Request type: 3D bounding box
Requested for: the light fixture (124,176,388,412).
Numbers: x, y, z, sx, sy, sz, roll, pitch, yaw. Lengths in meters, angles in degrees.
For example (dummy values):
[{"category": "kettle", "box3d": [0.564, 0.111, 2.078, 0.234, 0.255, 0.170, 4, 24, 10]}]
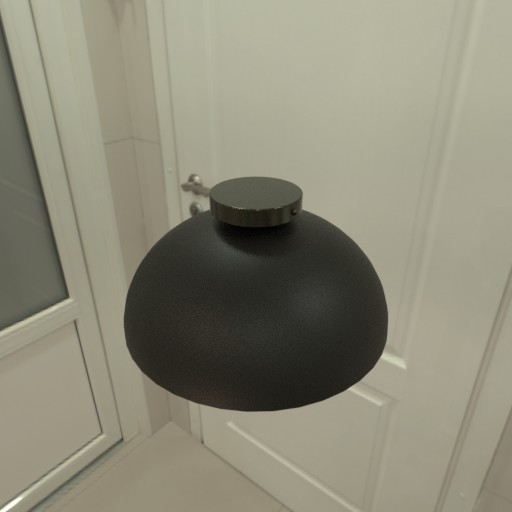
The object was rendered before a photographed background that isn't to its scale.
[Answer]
[{"category": "light fixture", "box3d": [0.000, 0.000, 0.575, 0.355, 0.177, 0.355, 0, 29, 0]}]
